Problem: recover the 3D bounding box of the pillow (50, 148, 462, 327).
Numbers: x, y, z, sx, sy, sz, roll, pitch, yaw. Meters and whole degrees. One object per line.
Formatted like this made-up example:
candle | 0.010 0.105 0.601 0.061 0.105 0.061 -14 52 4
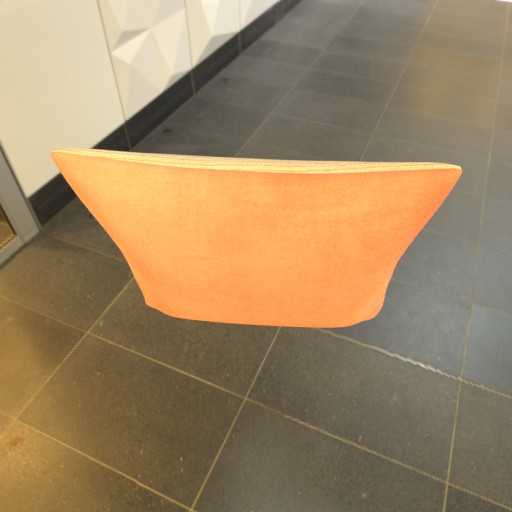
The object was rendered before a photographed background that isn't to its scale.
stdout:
pillow | 0.000 0.000 0.634 0.424 0.401 0.177 3 46 3
